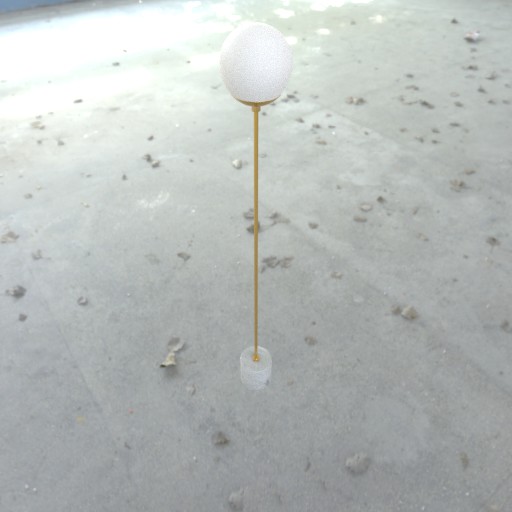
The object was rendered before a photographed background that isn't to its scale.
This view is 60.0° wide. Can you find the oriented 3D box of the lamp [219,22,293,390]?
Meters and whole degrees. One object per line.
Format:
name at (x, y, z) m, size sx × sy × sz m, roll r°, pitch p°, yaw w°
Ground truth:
lamp at (0.000, 0.000, 1.836) m, size 0.224 × 1.753 × 0.224 m, roll -25°, pitch 47°, yaw -26°
